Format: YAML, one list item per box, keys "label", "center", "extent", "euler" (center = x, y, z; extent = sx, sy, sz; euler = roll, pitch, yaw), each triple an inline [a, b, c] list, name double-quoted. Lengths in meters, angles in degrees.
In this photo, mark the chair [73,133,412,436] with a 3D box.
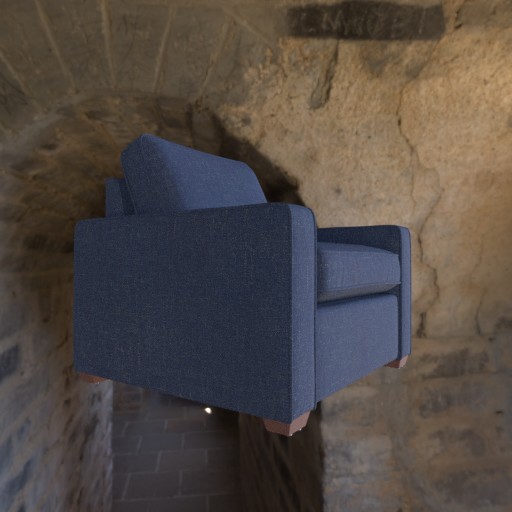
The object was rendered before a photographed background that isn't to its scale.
- label: "chair"
  center: [0.000, 0.000, 1.737]
  extent: [0.940, 0.919, 1.017]
  euler: [0, -1, 36]
